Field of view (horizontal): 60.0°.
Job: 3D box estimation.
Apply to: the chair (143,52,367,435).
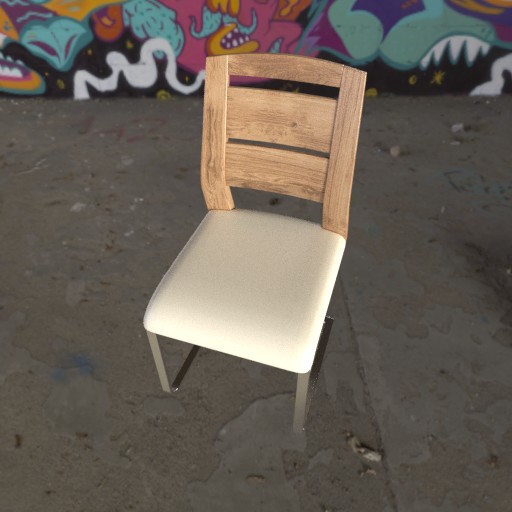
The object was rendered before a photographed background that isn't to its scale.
[{"bbox_3d":[0.000,0.000,1.257,0.457,0.955,0.561,12,42,14],"label":"chair"}]
